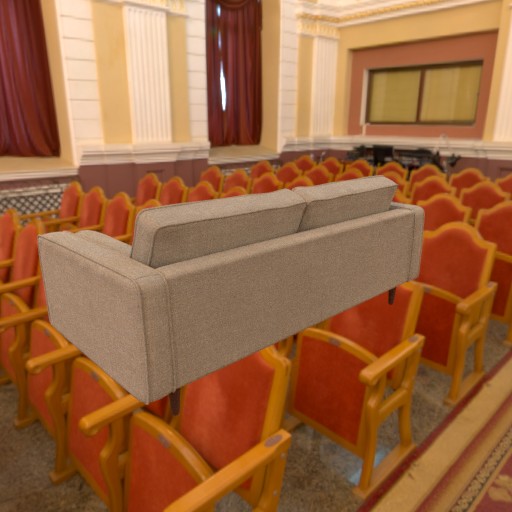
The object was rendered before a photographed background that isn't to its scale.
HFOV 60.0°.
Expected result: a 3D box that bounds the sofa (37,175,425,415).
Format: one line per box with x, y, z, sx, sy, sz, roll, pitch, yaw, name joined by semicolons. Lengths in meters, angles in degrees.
0.000;0.000;2.314;1.879;0.762;0.914;-15;22;-41;sofa
